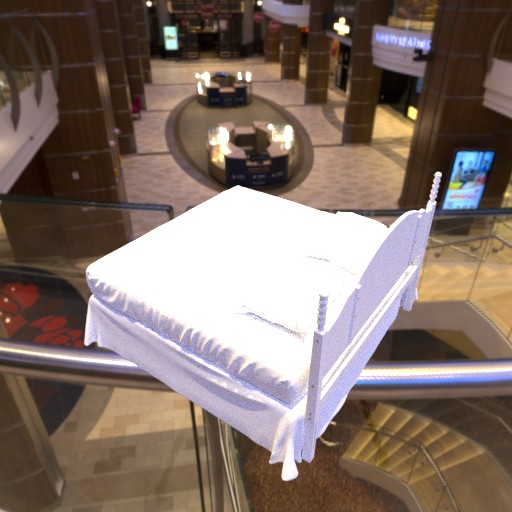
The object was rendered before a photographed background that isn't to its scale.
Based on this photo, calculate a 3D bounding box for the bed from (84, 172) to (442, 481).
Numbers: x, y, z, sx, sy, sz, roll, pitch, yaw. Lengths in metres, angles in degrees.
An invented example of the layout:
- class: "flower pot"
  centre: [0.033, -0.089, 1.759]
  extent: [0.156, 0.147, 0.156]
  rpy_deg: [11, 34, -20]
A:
- class: "bed"
  centre: [0.000, 0.000, 3.670]
  extent: [2.219, 1.355, 2.322]
  rpy_deg: [21, 38, 29]
